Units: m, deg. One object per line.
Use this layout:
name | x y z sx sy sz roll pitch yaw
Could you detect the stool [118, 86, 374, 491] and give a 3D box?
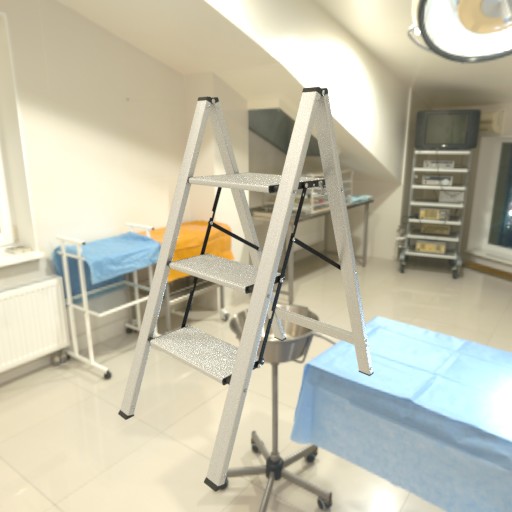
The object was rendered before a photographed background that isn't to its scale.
stool | 0.000 0.000 1.303 0.441 0.902 0.730 14 20 42
